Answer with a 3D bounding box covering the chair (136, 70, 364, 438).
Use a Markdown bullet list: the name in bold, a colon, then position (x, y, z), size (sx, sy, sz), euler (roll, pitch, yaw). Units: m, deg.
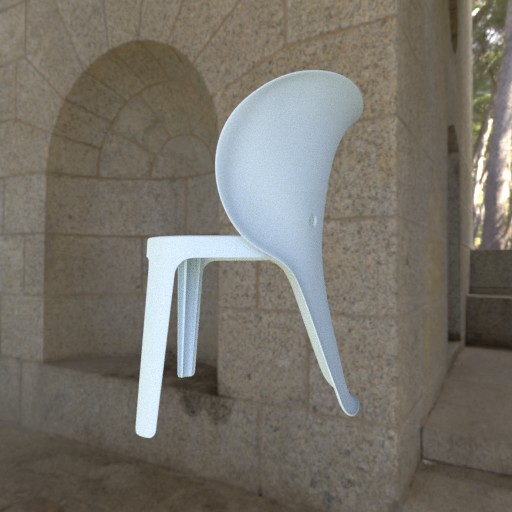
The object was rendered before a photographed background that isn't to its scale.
- **chair**: position (0.000, 0.000, 0.854), size (0.402, 0.554, 0.451), euler (0, -1, 1)
